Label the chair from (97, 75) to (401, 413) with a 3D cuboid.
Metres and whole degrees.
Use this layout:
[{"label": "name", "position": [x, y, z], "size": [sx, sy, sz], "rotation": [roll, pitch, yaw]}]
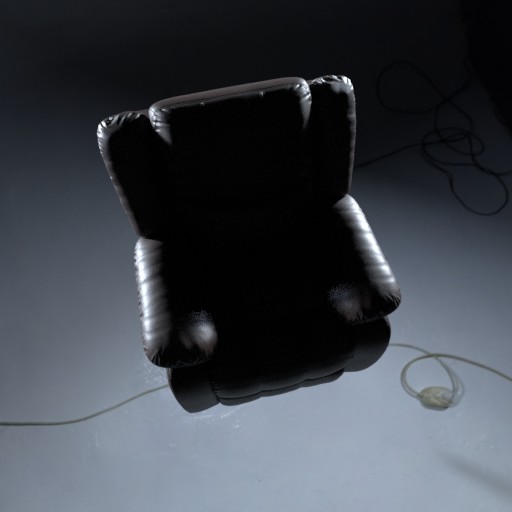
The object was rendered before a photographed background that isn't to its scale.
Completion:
[{"label": "chair", "position": [0.000, 0.000, 1.690], "size": [0.899, 1.009, 0.934], "rotation": [-12, 64, -6]}]
